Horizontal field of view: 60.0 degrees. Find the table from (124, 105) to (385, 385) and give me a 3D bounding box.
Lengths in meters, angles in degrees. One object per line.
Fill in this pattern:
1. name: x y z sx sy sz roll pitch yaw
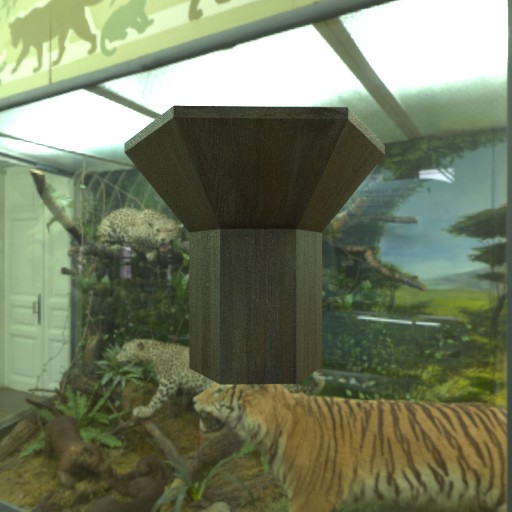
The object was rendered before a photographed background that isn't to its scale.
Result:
1. table: 0.000 0.000 1.162 0.683 0.586 0.592 0 0 -2
